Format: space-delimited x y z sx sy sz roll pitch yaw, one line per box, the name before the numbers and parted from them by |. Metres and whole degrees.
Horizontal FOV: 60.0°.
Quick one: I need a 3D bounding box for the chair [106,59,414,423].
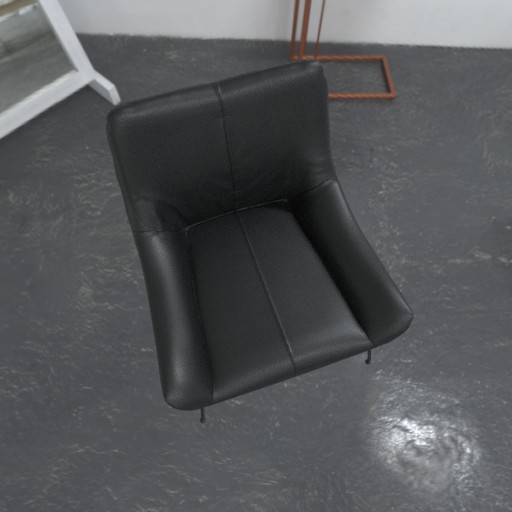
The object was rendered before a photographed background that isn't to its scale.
chair | 0.000 0.000 1.553 0.836 0.922 0.826 -17 65 -8
